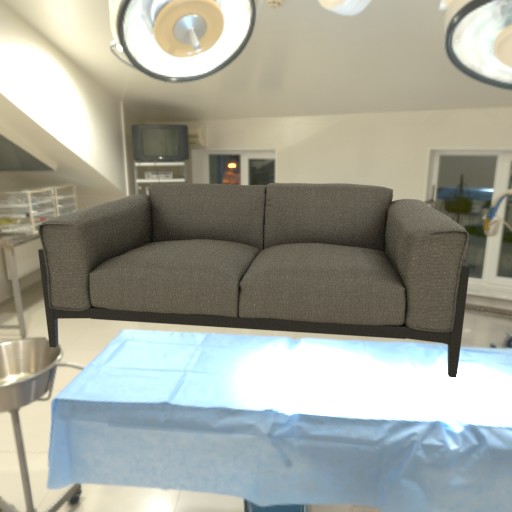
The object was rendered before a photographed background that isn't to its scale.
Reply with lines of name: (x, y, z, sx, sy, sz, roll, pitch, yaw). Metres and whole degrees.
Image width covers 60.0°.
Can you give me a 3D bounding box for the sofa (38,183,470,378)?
sofa: (0.000, 0.000, 2.159, 1.690, 0.656, 0.960, 2, 14, 9)
